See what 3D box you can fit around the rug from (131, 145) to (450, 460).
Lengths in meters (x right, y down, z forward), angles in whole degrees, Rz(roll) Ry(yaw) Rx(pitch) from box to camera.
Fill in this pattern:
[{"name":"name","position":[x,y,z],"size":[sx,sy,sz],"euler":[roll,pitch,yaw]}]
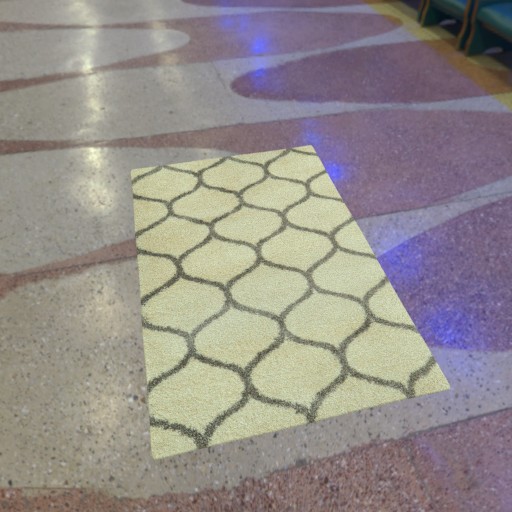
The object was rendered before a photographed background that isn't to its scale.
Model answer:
[{"name":"rug","position":[0.000,0.000,3.443],"size":[1.801,0.026,2.701],"euler":[-10,48,-9]}]
